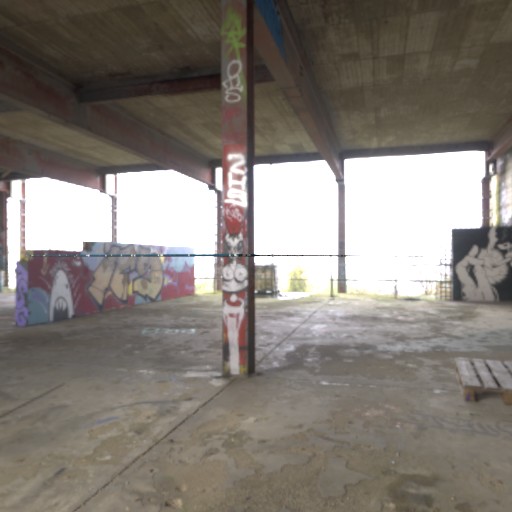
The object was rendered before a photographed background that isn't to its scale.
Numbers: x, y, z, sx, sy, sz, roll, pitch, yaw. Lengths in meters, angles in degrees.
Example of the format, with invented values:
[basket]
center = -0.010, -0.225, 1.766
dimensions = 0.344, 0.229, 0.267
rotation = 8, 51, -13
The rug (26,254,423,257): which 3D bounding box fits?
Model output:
[rug]
center = 0.000, 0.000, 2.361
dimensions = 1.220, 0.007, 1.828
rotation = 0, 0, 36
